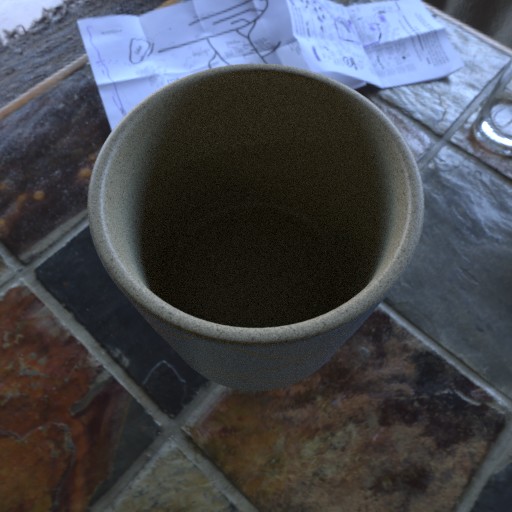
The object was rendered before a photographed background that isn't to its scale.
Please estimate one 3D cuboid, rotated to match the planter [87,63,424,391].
[{"bbox_3d":[0.000,0.000,0.406,0.227,0.235,0.227,0,64,0],"label":"planter"}]
